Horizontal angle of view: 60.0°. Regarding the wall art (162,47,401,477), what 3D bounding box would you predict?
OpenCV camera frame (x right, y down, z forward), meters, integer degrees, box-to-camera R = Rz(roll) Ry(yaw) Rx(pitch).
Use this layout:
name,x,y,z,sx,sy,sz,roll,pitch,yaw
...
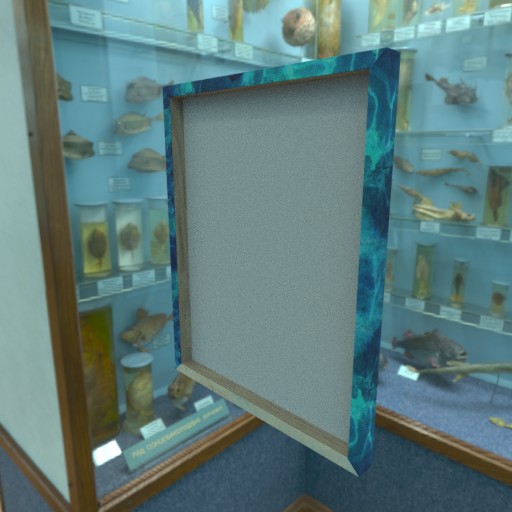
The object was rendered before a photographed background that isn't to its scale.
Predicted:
name,x,y,z,sx,sy,sz,roll,pitch,yaw
wall art,0.000,0.000,0.822,0.038,0.635,0.508,-13,19,-43
